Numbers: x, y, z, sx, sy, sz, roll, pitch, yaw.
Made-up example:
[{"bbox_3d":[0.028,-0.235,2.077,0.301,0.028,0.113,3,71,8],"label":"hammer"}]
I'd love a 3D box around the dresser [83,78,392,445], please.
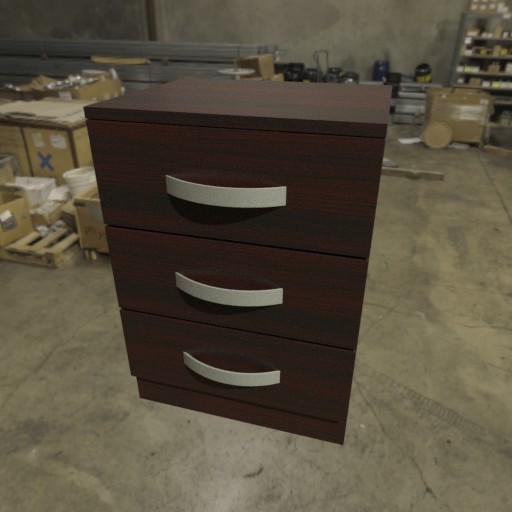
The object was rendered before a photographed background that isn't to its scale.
[{"bbox_3d":[0.000,0.000,0.815,0.400,0.560,0.360,8,29,14],"label":"dresser"}]
